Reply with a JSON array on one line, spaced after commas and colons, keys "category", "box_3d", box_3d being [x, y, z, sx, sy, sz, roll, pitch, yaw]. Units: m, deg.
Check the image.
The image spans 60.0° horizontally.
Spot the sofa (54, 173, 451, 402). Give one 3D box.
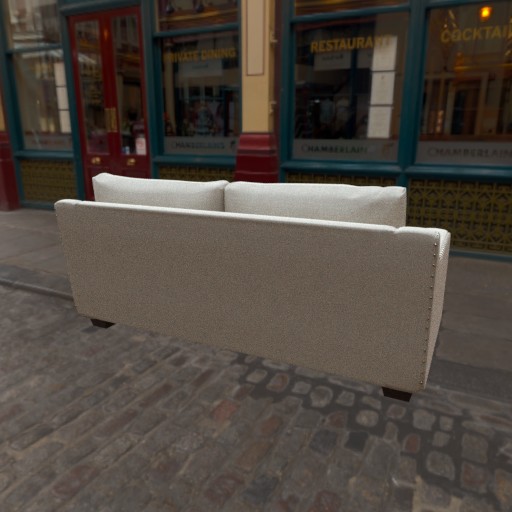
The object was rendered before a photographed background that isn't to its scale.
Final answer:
[{"category": "sofa", "box_3d": [0.000, 0.000, 2.702, 2.107, 0.983, 1.104, 7, 16, 25]}]
